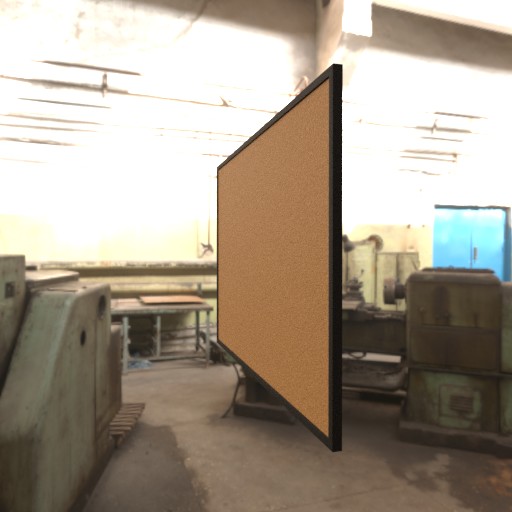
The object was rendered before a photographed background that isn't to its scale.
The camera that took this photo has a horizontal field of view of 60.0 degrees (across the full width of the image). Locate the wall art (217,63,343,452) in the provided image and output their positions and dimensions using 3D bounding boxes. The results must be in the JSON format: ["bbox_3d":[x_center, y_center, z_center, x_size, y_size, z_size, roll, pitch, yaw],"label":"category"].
[{"bbox_3d":[0.000,0.000,0.842,0.013,0.458,0.664,0,1,-17],"label":"wall art"}]
